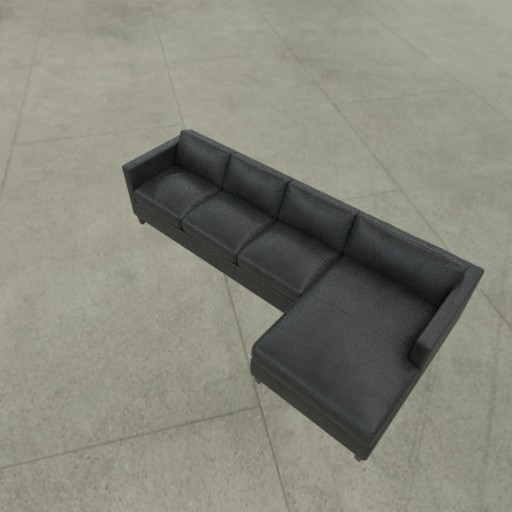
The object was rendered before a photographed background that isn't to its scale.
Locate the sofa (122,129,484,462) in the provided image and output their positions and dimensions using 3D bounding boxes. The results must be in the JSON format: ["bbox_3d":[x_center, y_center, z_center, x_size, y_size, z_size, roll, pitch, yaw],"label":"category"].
[{"bbox_3d":[0.000,0.000,3.849,3.203,0.883,1.581,31,53,27],"label":"sofa"}]
